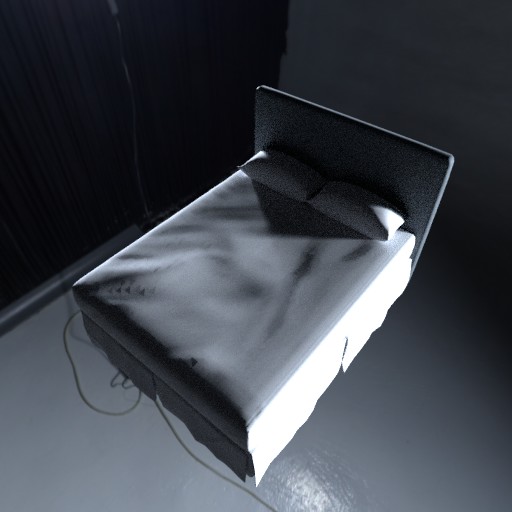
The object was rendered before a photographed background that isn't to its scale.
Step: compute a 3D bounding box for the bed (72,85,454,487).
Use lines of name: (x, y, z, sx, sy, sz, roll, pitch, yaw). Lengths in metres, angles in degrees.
bed: (0.000, 0.000, 3.162, 1.713, 1.330, 2.142, 31, 53, 26)
